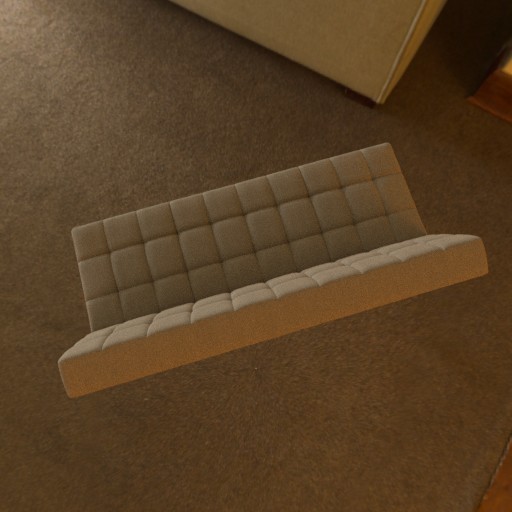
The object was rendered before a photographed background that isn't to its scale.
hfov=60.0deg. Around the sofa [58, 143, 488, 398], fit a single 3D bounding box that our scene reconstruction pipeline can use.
[{"bbox_3d":[0.000,0.000,2.221,1.800,0.810,0.860,-16,76,-4],"label":"sofa"}]
